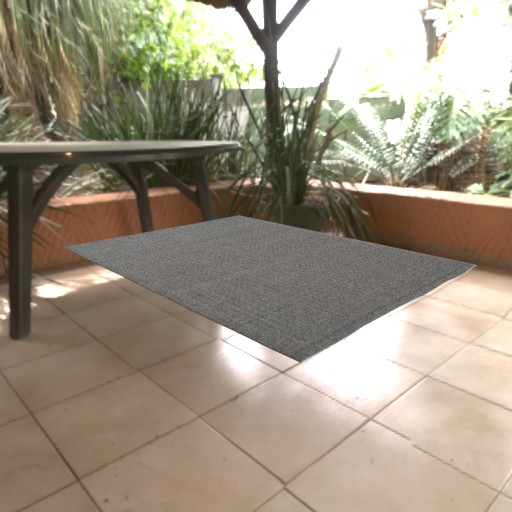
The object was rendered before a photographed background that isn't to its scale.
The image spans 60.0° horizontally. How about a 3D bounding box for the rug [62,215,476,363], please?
[{"bbox_3d":[0.000,0.000,4.244,2.443,0.007,3.200,-15,22,-42],"label":"rug"}]
